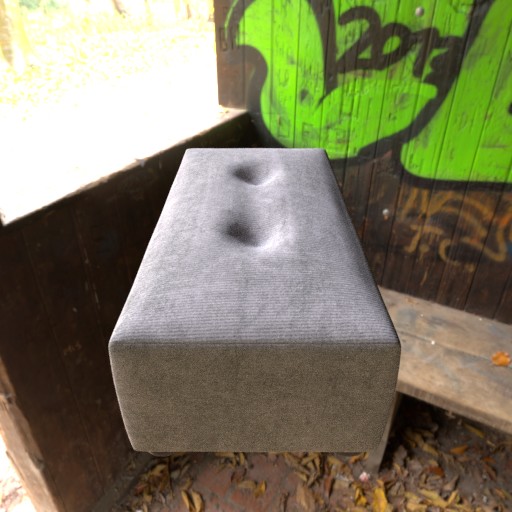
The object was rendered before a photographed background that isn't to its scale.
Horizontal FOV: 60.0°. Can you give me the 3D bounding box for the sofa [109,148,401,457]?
[{"bbox_3d":[0.000,0.000,1.134,0.480,0.330,0.930,0,32,0],"label":"sofa"}]
